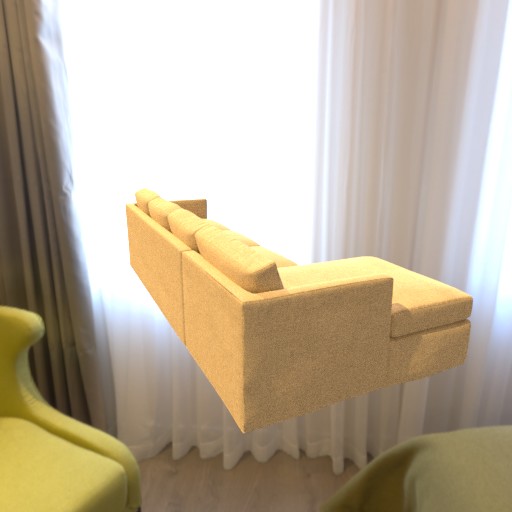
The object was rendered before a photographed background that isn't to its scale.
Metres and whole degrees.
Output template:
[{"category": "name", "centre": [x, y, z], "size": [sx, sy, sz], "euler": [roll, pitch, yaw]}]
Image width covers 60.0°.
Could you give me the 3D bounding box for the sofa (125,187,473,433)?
[{"category": "sofa", "centre": [0.000, 0.000, 3.834], "size": [1.650, 0.922, 3.205], "euler": [-7, 18, -24]}]
